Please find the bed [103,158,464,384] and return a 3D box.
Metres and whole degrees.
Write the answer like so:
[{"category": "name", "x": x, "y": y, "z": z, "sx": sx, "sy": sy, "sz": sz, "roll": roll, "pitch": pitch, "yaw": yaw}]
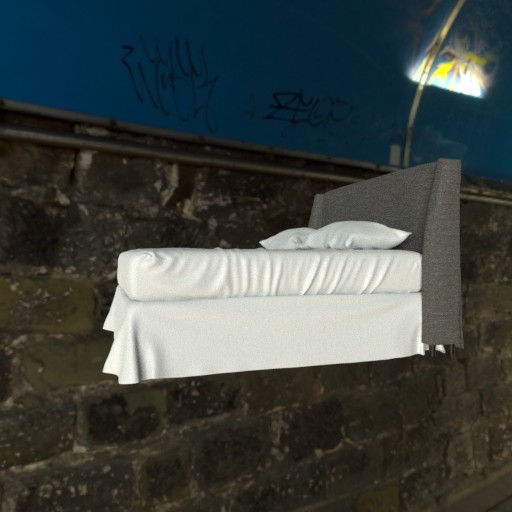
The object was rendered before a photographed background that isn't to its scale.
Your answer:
[{"category": "bed", "x": 0.000, "y": 0.000, "z": 3.478, "sx": 2.276, "sy": 1.332, "sz": 1.925, "roll": 0, "pitch": 0, "yaw": -19}]
